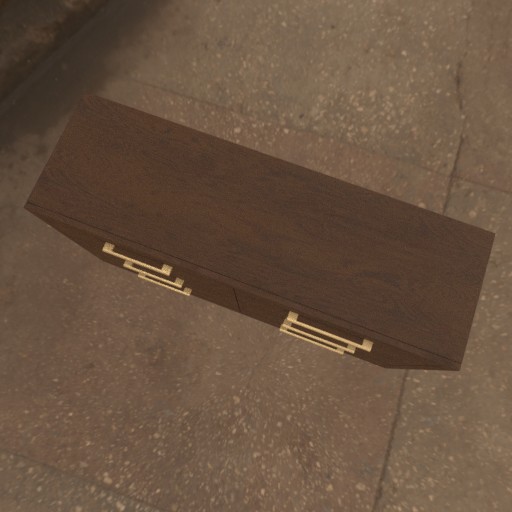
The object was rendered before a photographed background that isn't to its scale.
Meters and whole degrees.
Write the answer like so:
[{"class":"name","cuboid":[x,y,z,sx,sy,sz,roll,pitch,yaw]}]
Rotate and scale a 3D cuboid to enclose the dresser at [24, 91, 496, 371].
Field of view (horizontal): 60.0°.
[{"class":"dresser","cuboid":[0.000,0.000,1.921,1.523,0.889,0.512,20,77,5]}]
